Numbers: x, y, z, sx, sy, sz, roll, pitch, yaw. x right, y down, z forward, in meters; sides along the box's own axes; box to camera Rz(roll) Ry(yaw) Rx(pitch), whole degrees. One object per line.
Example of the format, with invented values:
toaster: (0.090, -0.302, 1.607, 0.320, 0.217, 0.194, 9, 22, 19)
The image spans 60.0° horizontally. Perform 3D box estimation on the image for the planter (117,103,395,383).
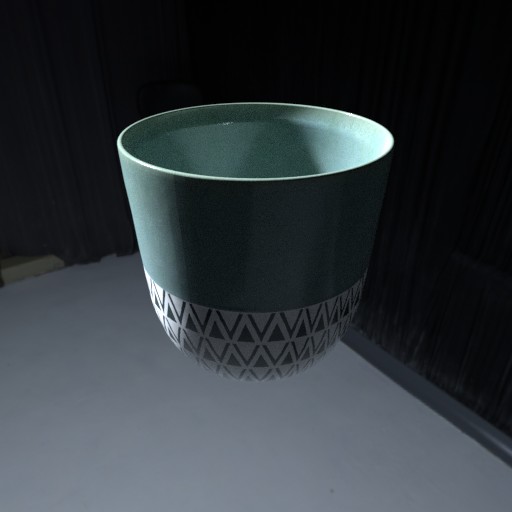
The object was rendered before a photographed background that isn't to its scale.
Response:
planter: (0.000, 0.000, 0.382, 0.198, 0.214, 0.198, 0, 31, 0)
